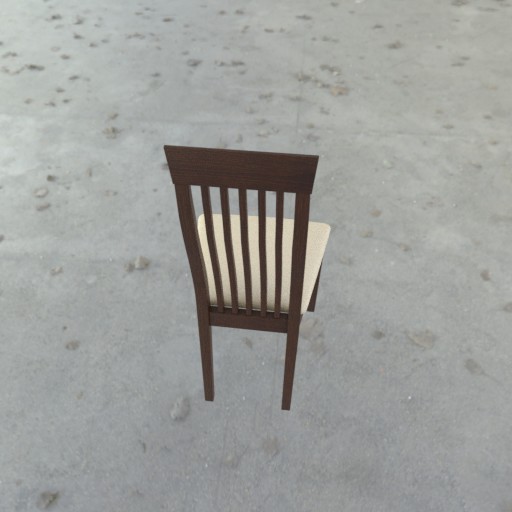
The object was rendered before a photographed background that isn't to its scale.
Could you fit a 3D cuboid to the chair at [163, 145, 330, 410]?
[{"bbox_3d":[0.000,0.000,1.344,0.460,1.027,0.474,5,46,5],"label":"chair"}]
